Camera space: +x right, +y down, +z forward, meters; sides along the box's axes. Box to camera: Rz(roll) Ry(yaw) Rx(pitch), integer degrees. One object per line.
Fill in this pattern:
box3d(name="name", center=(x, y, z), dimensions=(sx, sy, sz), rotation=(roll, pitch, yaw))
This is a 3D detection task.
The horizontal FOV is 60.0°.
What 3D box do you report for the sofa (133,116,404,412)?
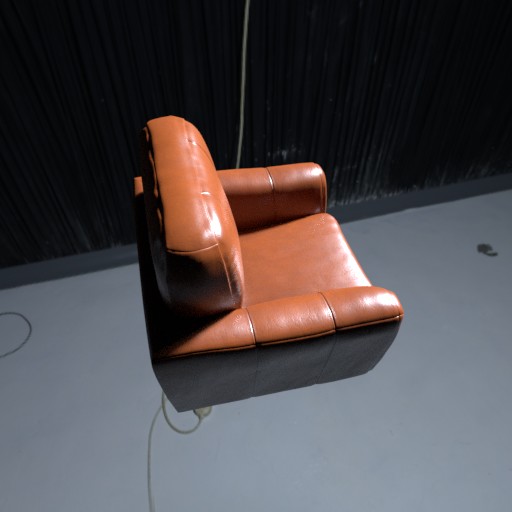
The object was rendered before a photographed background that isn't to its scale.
box3d(name="sofa", center=(0.000, 0.000, 1.579), dimensions=(0.789, 0.876, 0.836), rotation=(-10, 48, -10))
